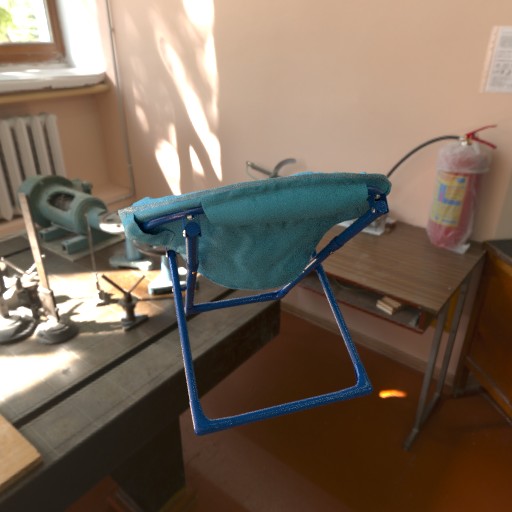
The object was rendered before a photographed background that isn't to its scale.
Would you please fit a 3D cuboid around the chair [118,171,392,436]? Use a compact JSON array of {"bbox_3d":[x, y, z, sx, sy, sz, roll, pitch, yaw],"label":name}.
[{"bbox_3d":[0.000,0.000,0.924,0.520,0.478,0.465,-8,28,-15],"label":"chair"}]
